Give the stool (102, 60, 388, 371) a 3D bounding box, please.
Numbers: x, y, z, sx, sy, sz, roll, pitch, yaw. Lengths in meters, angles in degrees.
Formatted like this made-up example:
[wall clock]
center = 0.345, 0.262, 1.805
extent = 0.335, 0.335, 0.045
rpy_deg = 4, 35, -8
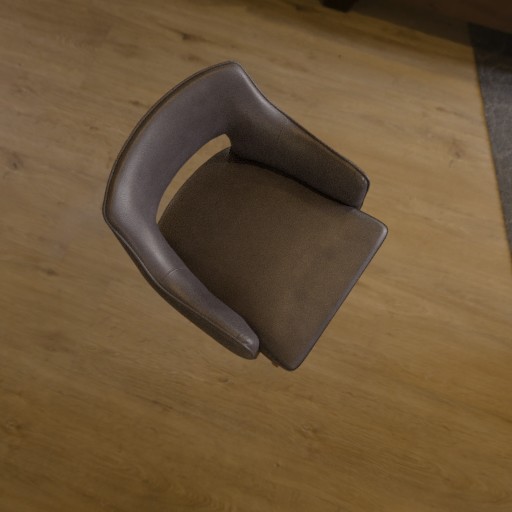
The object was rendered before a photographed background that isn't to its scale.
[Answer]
[stool]
center = 0.000, 0.000, 1.343
extent = 0.560, 1.041, 0.550
rpy_deg = 35, 78, 9
